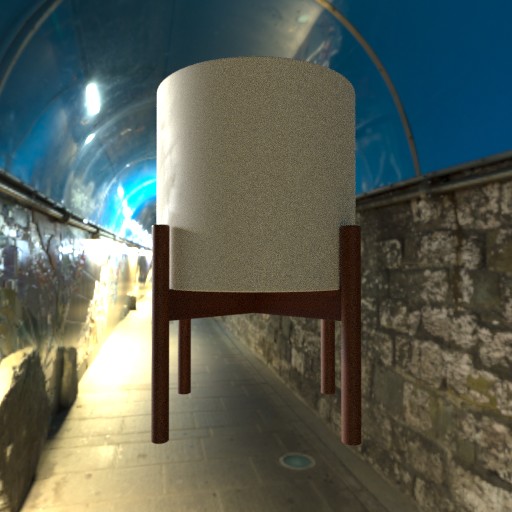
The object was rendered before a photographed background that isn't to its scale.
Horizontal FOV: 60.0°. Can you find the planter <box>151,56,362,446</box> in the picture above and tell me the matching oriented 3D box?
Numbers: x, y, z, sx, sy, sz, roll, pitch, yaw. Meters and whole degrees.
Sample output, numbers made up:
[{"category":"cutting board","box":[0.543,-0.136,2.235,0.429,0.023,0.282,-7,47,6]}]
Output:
[{"category":"planter","box":[0.000,0.000,0.952,0.417,0.670,0.417,0,-1,0]}]
